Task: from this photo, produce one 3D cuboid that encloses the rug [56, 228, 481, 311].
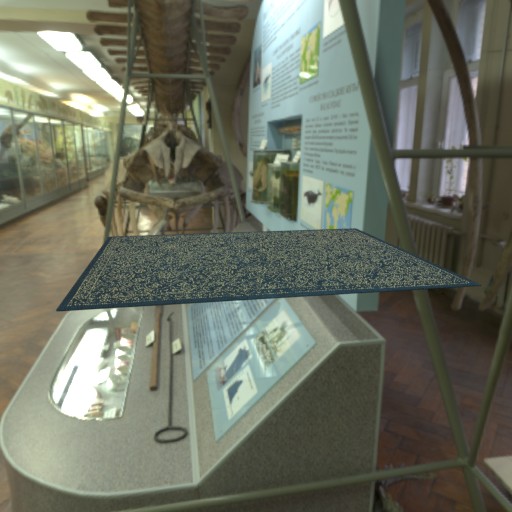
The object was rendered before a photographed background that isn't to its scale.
[{"bbox_3d":[0.000,0.000,4.258,3.048,0.010,2.438,-2,14,-10],"label":"rug"}]
